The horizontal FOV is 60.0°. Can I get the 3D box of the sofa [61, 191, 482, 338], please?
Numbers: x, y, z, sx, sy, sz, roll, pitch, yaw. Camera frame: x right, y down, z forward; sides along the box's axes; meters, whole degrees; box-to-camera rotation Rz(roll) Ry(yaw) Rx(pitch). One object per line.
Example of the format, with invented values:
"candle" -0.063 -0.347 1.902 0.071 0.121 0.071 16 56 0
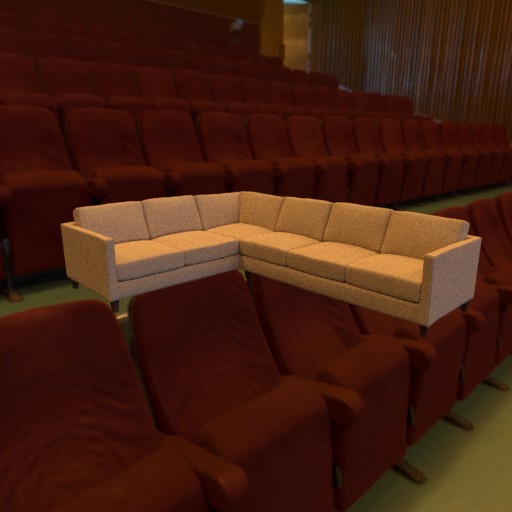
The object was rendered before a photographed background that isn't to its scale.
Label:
"sofa" 0.000 0.000 4.210 2.432 0.863 3.182 -14 20 -42
